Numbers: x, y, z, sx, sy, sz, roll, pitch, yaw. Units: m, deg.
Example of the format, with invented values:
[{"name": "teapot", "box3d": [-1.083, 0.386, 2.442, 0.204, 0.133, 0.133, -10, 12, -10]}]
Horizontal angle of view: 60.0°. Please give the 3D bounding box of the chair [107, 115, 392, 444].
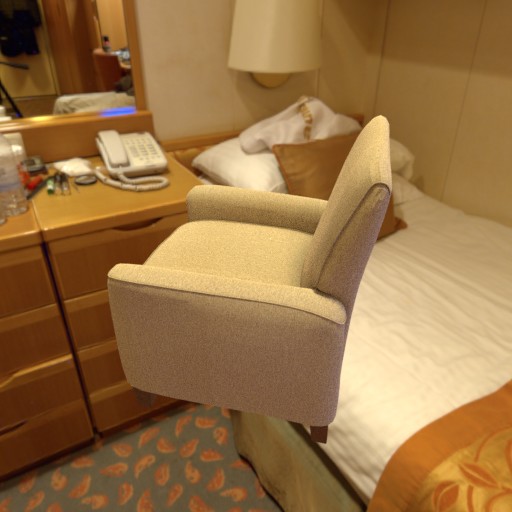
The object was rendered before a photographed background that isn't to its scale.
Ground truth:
[{"name": "chair", "box3d": [0.000, 0.000, 1.686, 0.864, 1.014, 0.848, 7, 31, 12]}]
